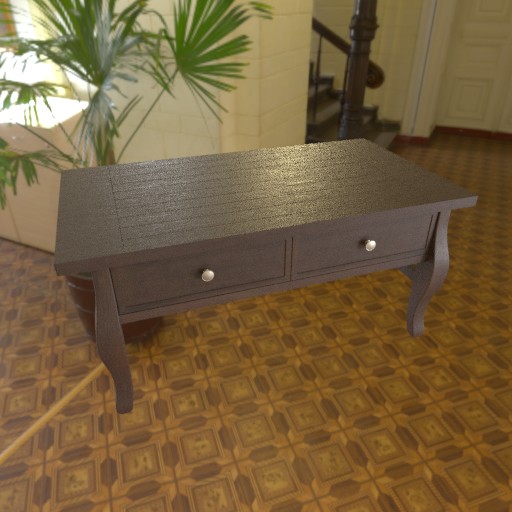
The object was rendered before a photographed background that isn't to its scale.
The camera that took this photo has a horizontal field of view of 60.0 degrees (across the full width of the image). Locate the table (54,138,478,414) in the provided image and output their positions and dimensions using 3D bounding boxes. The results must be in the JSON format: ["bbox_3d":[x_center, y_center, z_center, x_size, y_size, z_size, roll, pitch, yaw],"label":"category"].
[{"bbox_3d":[0.000,0.000,1.401,1.062,0.494,0.600,-10,32,-17],"label":"table"}]
